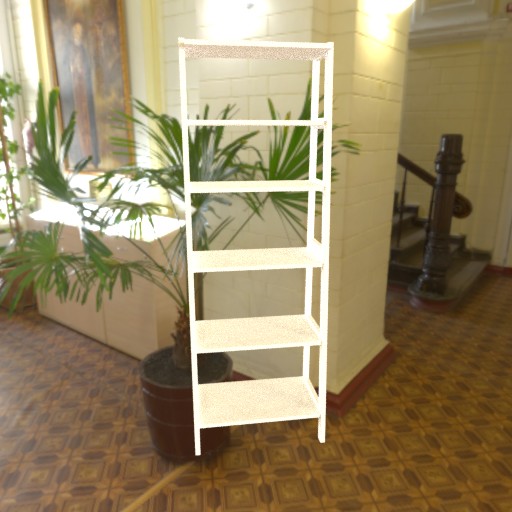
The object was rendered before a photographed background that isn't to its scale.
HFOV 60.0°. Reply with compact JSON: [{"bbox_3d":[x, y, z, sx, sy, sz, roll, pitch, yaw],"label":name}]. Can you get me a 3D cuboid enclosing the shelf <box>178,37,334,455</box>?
[{"bbox_3d":[0.000,0.000,2.144,0.660,1.892,0.381,-2,16,-8],"label":"shelf"}]
